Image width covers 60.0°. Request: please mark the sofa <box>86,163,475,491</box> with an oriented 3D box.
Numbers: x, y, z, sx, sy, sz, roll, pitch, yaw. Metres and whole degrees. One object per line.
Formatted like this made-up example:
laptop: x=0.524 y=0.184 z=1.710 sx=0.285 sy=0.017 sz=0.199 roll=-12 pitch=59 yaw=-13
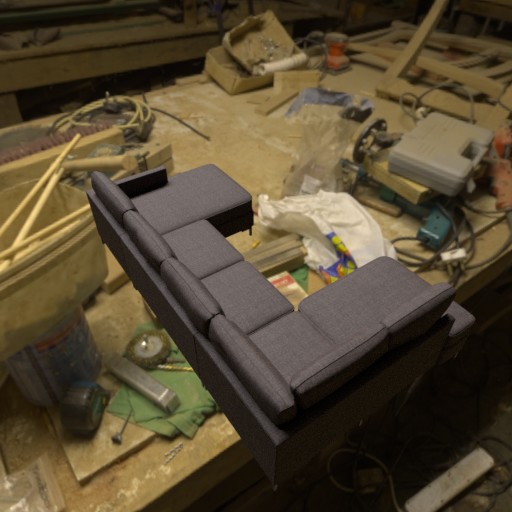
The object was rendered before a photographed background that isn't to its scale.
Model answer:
sofa: x=0.000 y=0.000 z=4.248 sx=2.048 sy=0.999 sz=3.423 roll=-25 pitch=48 yaw=-25
